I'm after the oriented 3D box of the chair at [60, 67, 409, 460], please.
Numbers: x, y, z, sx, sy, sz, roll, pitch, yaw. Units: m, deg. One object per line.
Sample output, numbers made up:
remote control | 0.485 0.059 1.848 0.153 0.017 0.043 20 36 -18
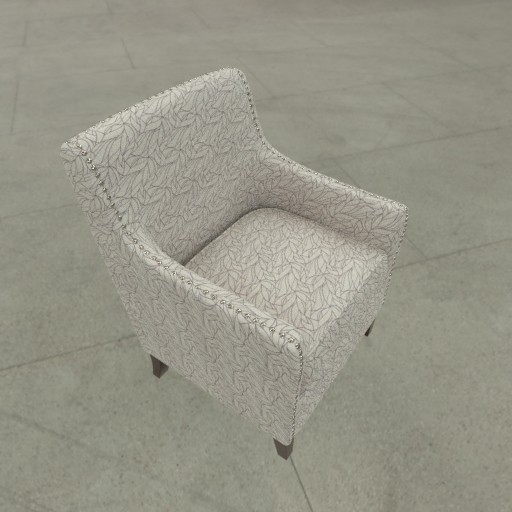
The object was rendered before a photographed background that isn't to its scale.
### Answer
chair | 0.000 0.000 1.282 0.651 0.816 0.623 26 48 26
